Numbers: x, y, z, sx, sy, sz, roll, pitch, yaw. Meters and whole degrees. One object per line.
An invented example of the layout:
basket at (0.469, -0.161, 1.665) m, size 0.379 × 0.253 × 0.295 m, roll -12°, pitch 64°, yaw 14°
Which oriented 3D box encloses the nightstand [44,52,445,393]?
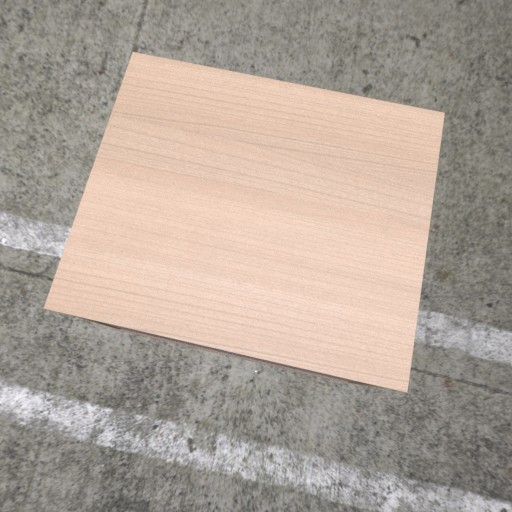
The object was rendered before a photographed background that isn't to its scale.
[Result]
nightstand at (0.000, 0.000, 0.836) m, size 0.450 × 0.530 × 0.380 m, roll 12°, pitch 76°, yaw 3°
